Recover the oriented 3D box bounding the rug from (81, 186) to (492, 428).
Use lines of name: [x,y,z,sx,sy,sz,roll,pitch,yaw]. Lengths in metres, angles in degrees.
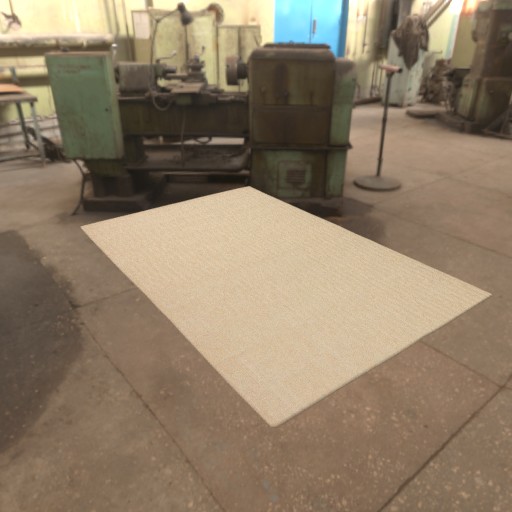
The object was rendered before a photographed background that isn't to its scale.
rug: [0.000,0.000,2.288,1.238,0.014,1.848,-19,33,-32]
